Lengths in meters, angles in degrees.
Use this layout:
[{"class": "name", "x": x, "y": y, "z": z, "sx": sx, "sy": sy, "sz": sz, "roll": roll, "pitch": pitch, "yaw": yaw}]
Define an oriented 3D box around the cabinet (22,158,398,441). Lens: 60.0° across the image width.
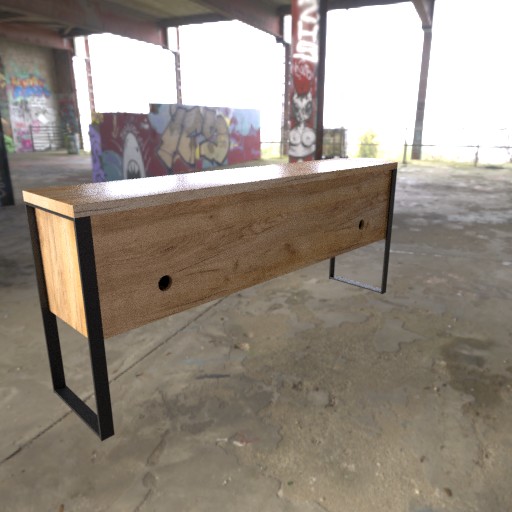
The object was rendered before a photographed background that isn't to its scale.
[{"class": "cabinet", "x": 0.000, "y": 0.000, "z": 2.049, "sx": 0.395, "sy": 0.762, "sz": 1.800, "roll": 16, "pitch": 23, "yaw": 42}]
